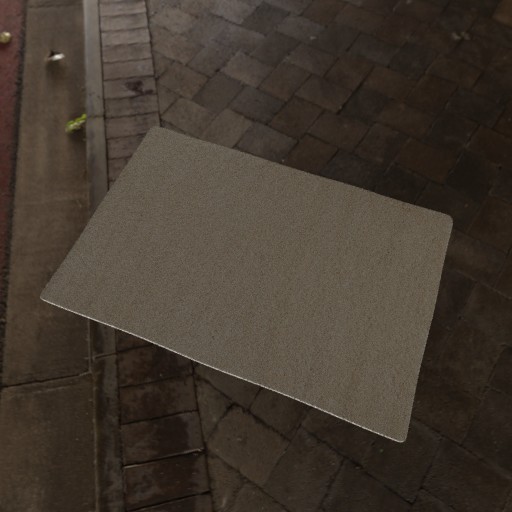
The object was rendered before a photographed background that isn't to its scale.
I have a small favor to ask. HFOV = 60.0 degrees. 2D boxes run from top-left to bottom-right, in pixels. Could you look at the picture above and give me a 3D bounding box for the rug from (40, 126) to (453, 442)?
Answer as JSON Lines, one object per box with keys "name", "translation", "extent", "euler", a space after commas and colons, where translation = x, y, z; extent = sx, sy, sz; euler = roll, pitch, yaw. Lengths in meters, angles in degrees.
{"name": "rug", "translation": [0.000, 0.000, 3.387], "extent": [2.698, 0.025, 1.798], "euler": [19, 64, 10]}
